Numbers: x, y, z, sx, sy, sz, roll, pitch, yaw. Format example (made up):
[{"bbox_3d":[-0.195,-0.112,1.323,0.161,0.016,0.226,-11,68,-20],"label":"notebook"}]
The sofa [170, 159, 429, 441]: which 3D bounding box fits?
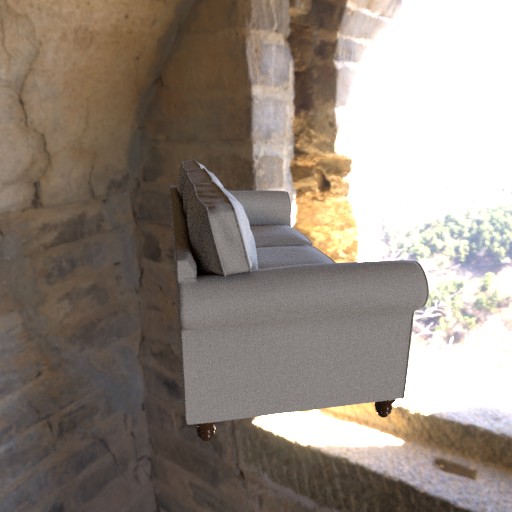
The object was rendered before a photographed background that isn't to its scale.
[{"bbox_3d":[0.000,0.000,2.523,0.916,0.961,2.084,-3,17,-11],"label":"sofa"}]
